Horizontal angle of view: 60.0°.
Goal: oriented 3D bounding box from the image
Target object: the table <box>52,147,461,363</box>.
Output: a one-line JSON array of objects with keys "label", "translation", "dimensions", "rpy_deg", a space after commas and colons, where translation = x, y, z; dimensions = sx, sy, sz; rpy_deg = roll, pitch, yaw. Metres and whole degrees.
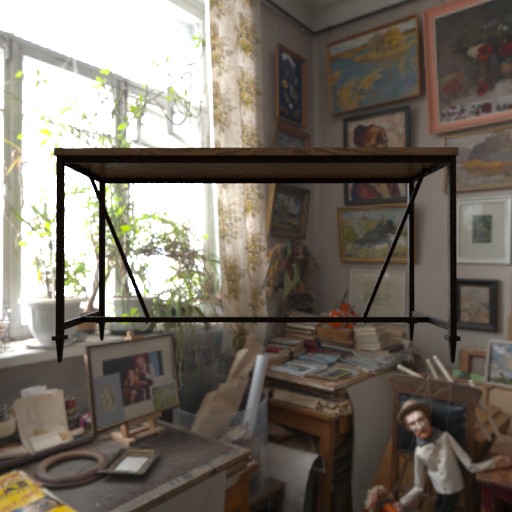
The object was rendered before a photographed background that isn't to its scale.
[{"label": "table", "translation": [0.000, 0.000, 2.119], "dimensions": [1.700, 0.902, 0.551], "rpy_deg": [0, -1, 0]}]
